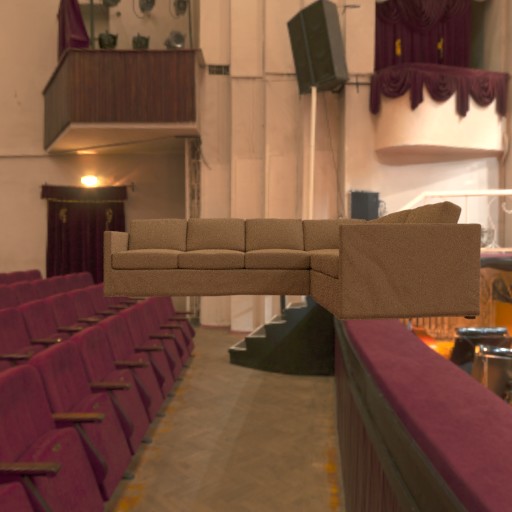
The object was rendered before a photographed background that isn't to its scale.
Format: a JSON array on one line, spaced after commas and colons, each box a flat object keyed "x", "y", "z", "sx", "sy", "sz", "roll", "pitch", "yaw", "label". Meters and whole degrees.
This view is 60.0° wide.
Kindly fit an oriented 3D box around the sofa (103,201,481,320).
[{"x": 0.000, "y": 0.000, "z": 4.330, "sx": 3.182, "sy": 0.871, "sz": 2.432, "roll": 0, "pitch": 1, "yaw": -1, "label": "sofa"}]
